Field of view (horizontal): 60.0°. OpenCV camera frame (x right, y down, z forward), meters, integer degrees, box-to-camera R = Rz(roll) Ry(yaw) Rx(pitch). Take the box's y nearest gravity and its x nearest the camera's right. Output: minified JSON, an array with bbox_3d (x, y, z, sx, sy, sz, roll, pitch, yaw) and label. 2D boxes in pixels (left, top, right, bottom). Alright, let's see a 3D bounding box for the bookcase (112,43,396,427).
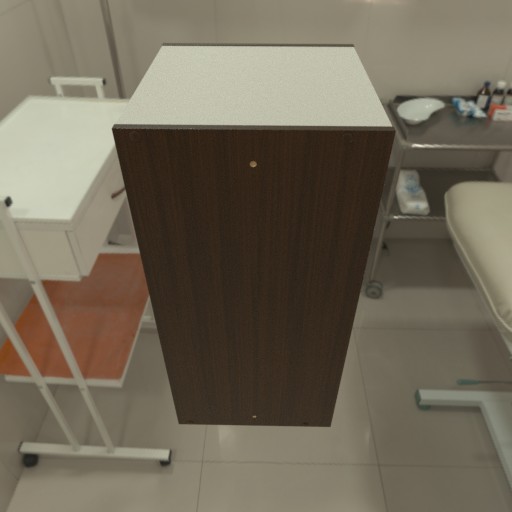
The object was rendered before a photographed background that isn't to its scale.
[{"bbox_3d":[0.000,0.000,0.760,0.290,0.600,0.300,1,41,1],"label":"bookcase"}]
